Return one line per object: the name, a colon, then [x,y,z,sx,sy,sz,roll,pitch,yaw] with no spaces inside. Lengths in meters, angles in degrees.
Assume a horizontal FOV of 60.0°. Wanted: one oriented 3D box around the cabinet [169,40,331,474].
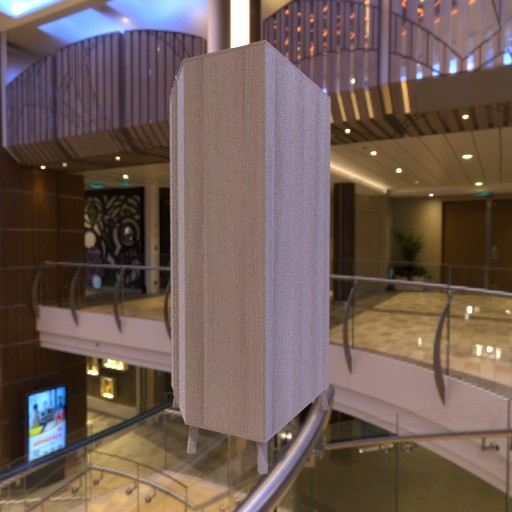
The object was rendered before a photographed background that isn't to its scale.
cabinet: [0.000,0.000,2.644,0.969,1.957,1.272,-1,2,-17]
